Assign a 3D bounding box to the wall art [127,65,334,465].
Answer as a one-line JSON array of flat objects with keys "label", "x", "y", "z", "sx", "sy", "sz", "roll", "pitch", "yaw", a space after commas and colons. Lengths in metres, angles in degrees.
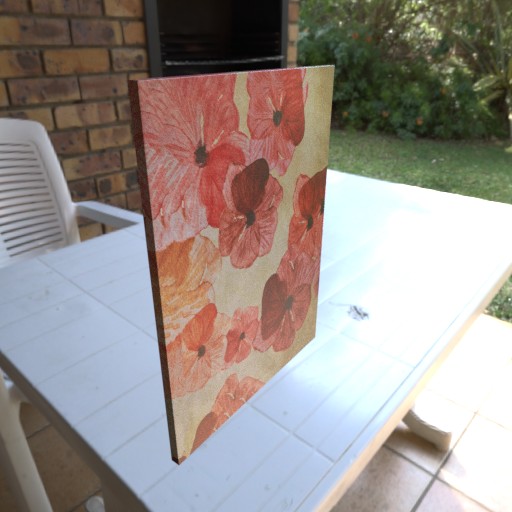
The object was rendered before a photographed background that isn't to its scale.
[{"label": "wall art", "x": 0.000, "y": 0.000, "z": 1.315, "sx": 0.031, "sy": 1.015, "sz": 0.762, "roll": 18, "pitch": 31, "yaw": 33}]
